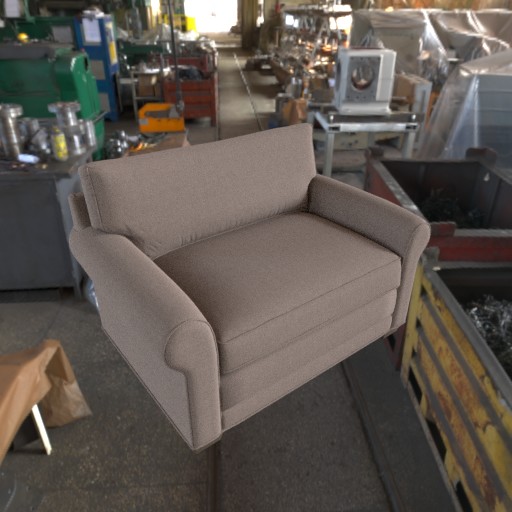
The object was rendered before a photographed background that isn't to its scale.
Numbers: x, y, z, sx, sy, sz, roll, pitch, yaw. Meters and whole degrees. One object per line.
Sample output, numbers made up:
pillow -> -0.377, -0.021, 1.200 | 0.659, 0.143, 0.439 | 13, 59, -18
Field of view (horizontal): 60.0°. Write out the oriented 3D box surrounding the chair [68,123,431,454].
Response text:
chair -> 0.000, 0.000, 2.014 | 1.390, 0.930, 0.930 | -20, 35, -32
